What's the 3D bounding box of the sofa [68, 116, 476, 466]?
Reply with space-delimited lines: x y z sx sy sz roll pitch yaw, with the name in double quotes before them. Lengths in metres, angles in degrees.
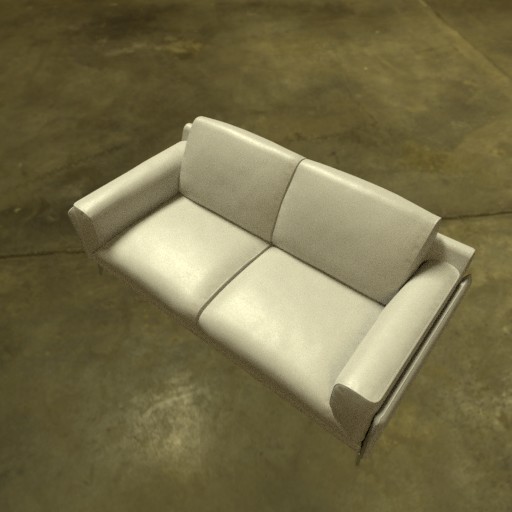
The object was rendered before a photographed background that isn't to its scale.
"sofa" 0.000 0.000 2.558 2.101 0.930 1.049 30 53 26
